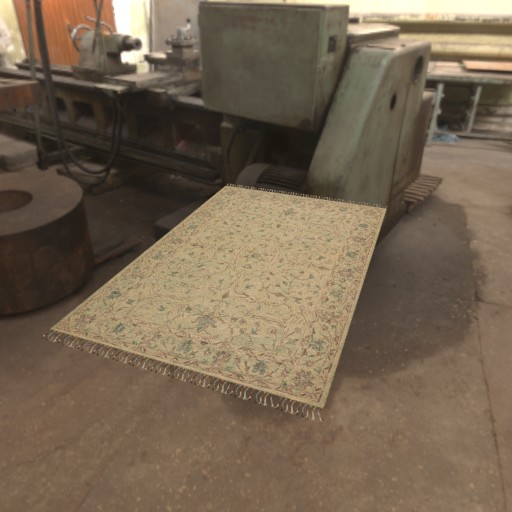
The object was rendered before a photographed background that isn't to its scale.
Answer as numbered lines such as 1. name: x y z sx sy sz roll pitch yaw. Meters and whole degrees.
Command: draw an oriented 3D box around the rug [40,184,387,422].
1. rug: 0.000 0.000 3.087 1.544 0.010 2.435 11 32 18
